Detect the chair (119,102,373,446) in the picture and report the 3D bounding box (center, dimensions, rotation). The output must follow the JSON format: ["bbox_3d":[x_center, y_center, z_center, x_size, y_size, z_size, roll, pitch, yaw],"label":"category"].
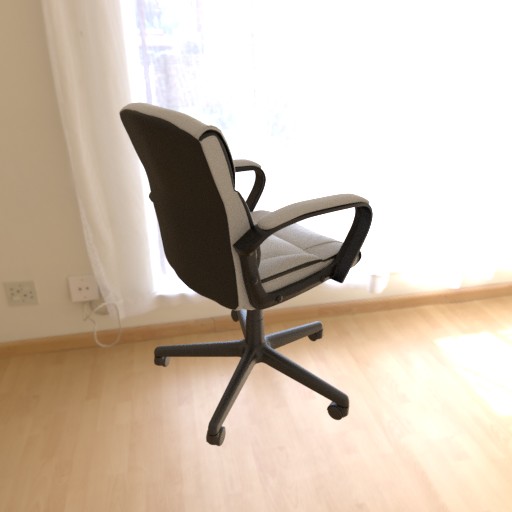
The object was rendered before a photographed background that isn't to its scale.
[{"bbox_3d":[0.000,0.000,1.473,0.717,1.004,0.739,-18,31,-33],"label":"chair"}]
